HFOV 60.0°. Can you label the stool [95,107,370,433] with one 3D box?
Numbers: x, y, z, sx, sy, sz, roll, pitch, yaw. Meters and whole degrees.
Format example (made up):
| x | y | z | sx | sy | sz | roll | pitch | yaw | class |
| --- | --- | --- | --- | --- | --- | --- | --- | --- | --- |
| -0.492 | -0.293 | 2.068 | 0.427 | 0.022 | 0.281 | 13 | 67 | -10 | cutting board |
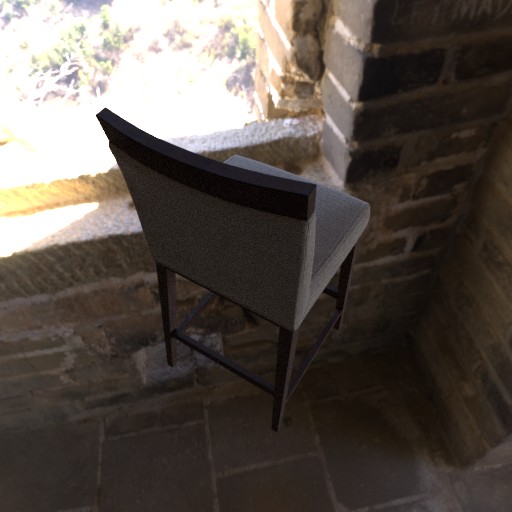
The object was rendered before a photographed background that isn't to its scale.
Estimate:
| x | y | z | sx | sy | sz | roll | pitch | yaw | class |
| --- | --- | --- | --- | --- | --- | --- | --- | --- | --- |
| 0.000 | 0.000 | 1.339 | 0.512 | 1.009 | 0.531 | 25 | 51 | 22 | stool |
